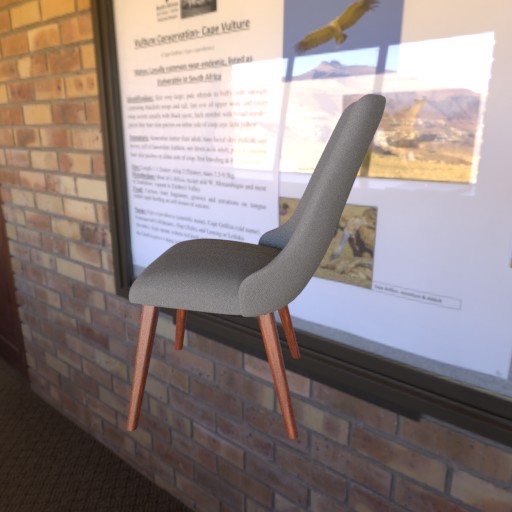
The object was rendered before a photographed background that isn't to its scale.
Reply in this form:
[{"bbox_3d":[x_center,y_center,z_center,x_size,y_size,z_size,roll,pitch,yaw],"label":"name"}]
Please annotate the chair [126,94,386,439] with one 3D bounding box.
[{"bbox_3d":[0.000,0.000,1.365,0.707,0.918,0.535,2,16,7],"label":"chair"}]
